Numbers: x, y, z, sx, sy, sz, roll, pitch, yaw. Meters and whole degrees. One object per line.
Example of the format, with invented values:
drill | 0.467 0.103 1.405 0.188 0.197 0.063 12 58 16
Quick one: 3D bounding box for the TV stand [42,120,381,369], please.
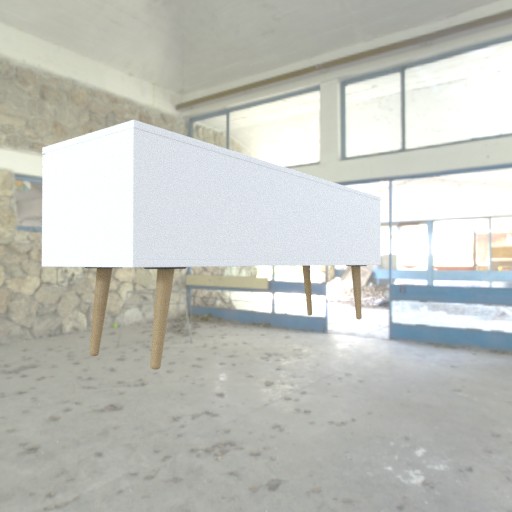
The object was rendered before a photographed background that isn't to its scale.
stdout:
TV stand | 0.000 0.000 1.617 0.401 0.560 1.398 -1 -1 37
